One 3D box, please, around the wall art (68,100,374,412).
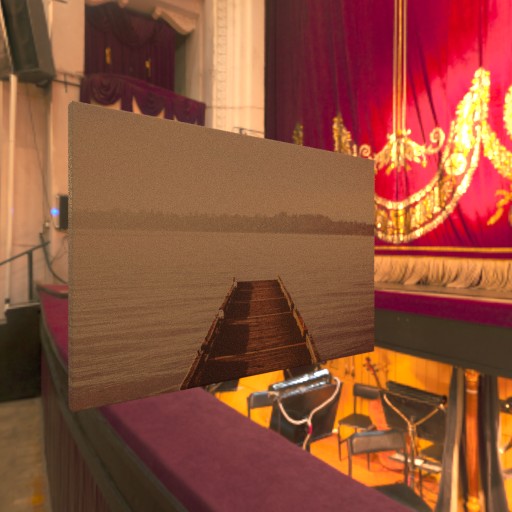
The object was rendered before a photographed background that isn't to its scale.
[{"bbox_3d":[0.000,0.000,0.773,0.615,0.410,0.021,0,0,-37],"label":"wall art"}]
